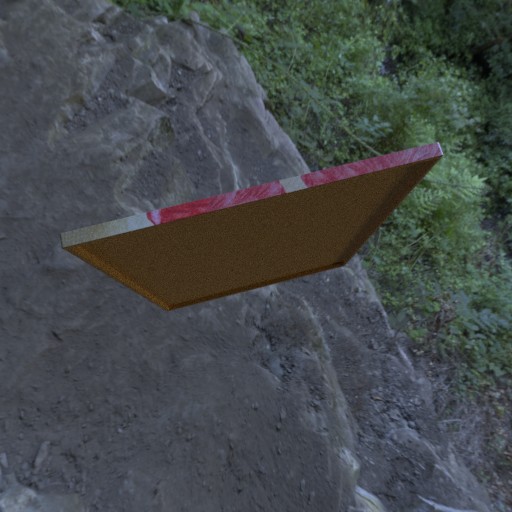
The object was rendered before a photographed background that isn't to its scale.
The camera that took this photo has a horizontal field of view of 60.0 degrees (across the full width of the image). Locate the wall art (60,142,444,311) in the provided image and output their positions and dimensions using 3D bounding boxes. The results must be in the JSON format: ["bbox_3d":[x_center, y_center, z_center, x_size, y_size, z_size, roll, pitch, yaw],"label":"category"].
[{"bbox_3d":[0.000,0.000,1.350,0.762,1.015,0.031,-14,77,-3],"label":"wall art"}]
